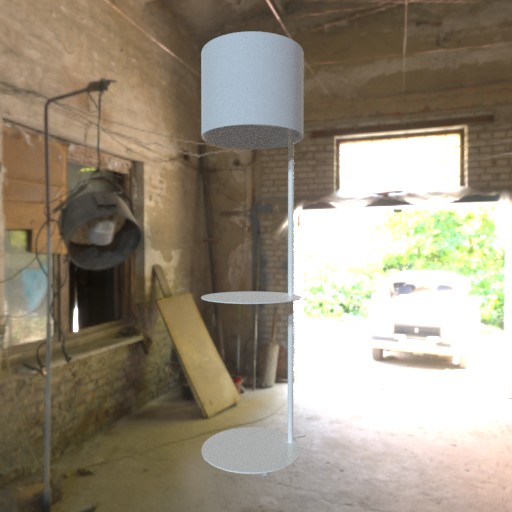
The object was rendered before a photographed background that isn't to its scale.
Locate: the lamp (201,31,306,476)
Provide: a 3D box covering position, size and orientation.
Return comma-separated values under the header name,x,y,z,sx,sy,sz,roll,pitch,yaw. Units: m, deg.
name,x,y,z,sx,sy,sz,roll,pitch,yaw
lamp,0.000,0.000,1.642,0.405,1.465,0.372,0,1,-18
